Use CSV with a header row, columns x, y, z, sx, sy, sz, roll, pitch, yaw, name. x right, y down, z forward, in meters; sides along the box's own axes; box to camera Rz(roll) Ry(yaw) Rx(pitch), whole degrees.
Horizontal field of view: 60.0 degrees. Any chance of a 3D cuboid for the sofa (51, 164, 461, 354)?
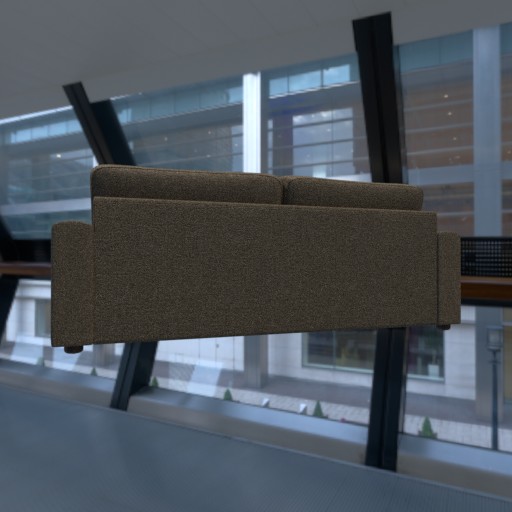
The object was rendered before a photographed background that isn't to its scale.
x,y,z,sx,sy,sz,roll,pitch,yaw,name
0.000,0.000,2.697,2.179,0.873,1.016,0,-1,-19,sofa
